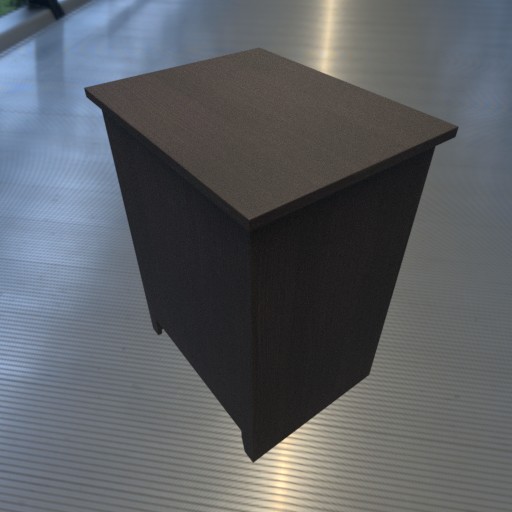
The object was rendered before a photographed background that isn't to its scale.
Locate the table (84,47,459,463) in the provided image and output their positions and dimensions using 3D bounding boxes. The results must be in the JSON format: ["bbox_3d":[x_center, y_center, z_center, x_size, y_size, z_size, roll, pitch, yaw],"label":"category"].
[{"bbox_3d":[0.000,0.000,0.913,0.381,0.635,0.480,-26,47,-27],"label":"table"}]
